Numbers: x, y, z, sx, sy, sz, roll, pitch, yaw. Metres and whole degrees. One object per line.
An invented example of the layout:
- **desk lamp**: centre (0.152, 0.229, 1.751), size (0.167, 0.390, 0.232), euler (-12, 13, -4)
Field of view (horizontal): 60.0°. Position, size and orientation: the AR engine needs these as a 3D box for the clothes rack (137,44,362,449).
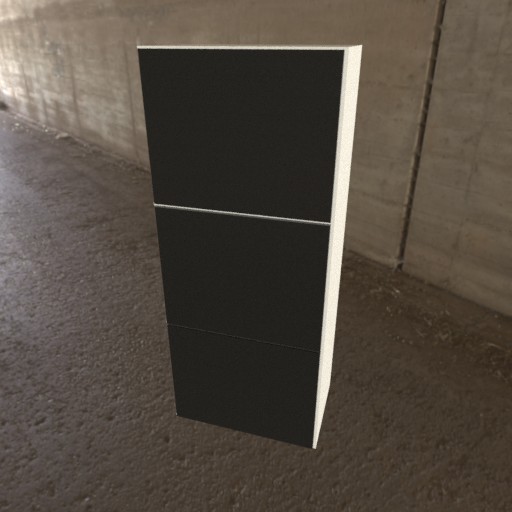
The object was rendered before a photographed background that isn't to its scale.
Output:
- **clothes rack**: centre (0.000, 0.000, 1.383), size (0.500, 1.187, 0.330), euler (8, 27, 15)
